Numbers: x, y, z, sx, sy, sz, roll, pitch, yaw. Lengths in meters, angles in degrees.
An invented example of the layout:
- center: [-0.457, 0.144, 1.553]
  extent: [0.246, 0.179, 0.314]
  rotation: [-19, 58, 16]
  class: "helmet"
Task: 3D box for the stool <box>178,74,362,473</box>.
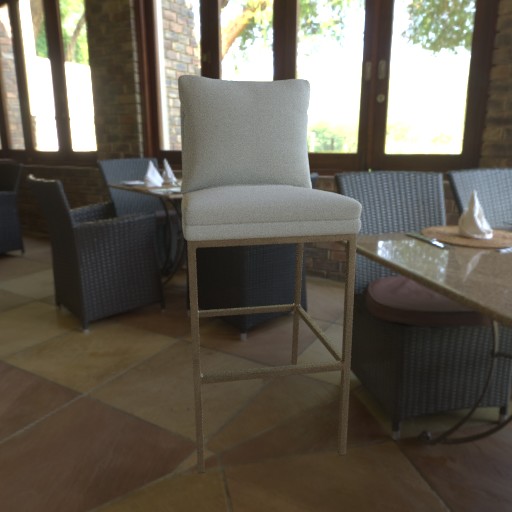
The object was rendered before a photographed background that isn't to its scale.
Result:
- center: [0.000, 0.000, 1.419]
  extent: [0.463, 1.125, 0.572]
  rotation: [-3, 14, -10]
  class: "stool"
